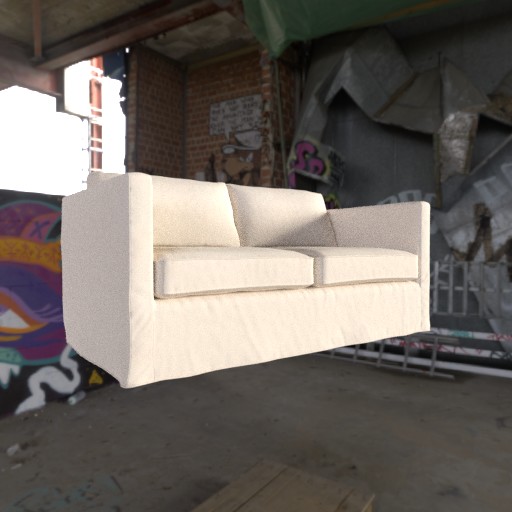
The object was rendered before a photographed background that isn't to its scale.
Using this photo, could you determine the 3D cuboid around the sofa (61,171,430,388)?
[{"bbox_3d":[0.000,0.000,2.328,1.746,0.834,0.962,-1,1,-36],"label":"sofa"}]
